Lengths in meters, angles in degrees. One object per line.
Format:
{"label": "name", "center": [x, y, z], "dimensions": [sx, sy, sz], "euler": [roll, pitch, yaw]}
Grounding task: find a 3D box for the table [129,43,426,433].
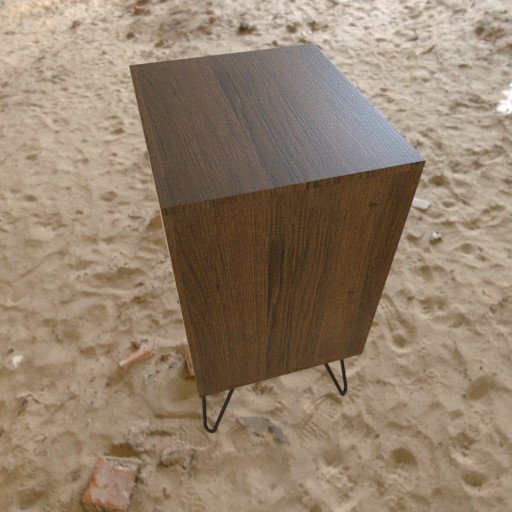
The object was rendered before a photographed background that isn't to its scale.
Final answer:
{"label": "table", "center": [0.000, 0.000, 1.193], "dimensions": [0.457, 0.866, 0.526], "euler": [-12, 48, -11]}
